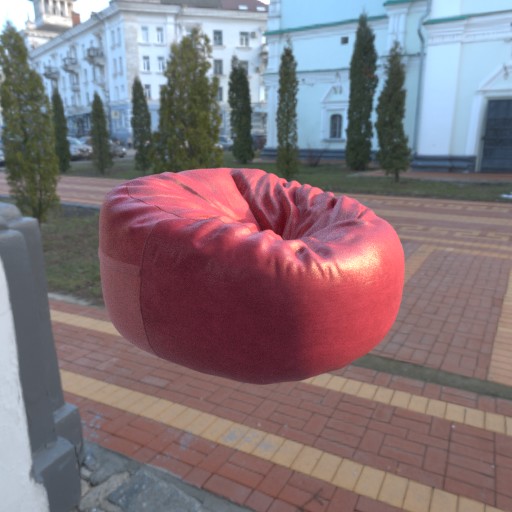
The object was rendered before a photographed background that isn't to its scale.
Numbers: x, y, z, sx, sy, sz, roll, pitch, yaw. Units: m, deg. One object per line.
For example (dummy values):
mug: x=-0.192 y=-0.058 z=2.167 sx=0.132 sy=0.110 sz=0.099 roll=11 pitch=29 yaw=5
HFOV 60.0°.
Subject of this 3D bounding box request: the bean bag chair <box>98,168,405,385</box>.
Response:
bean bag chair: x=0.000 y=0.000 z=2.400 sx=1.524 sy=0.878 sz=1.524 roll=14 pitch=20 yaw=43
